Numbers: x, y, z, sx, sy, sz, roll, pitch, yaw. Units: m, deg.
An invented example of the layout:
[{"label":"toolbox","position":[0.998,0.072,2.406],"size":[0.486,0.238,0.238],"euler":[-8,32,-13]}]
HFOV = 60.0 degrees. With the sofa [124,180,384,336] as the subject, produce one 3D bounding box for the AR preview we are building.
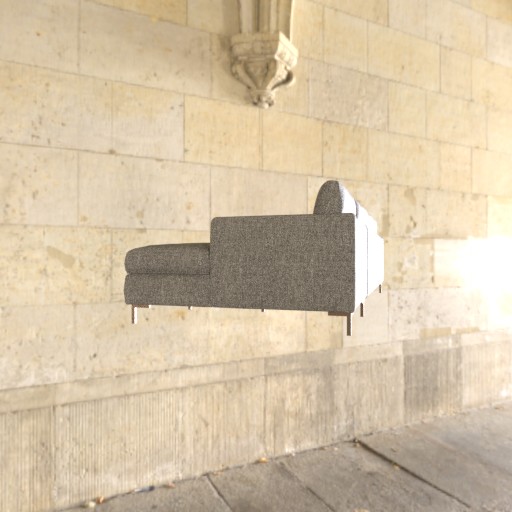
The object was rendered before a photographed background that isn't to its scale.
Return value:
[{"label":"sofa","position":[0.000,0.000,3.607],"size":[1.879,0.756,2.737],"euler":[0,0,19]}]
